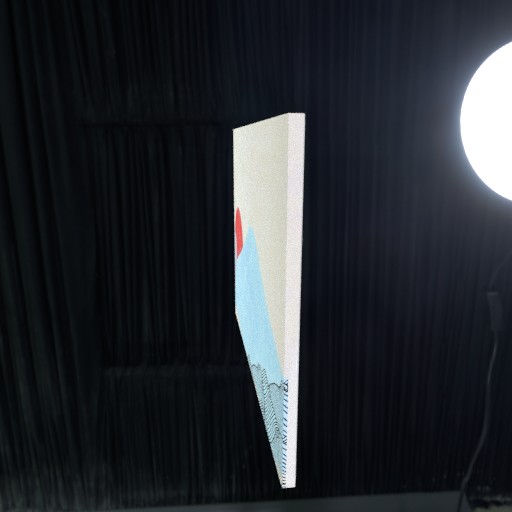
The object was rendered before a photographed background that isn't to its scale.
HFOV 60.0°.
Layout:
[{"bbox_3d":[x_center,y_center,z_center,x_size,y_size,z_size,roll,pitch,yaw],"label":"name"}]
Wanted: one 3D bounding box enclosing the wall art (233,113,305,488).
[{"bbox_3d":[0.000,0.000,1.602,0.042,0.912,1.219,-2,15,-8],"label":"wall art"}]
